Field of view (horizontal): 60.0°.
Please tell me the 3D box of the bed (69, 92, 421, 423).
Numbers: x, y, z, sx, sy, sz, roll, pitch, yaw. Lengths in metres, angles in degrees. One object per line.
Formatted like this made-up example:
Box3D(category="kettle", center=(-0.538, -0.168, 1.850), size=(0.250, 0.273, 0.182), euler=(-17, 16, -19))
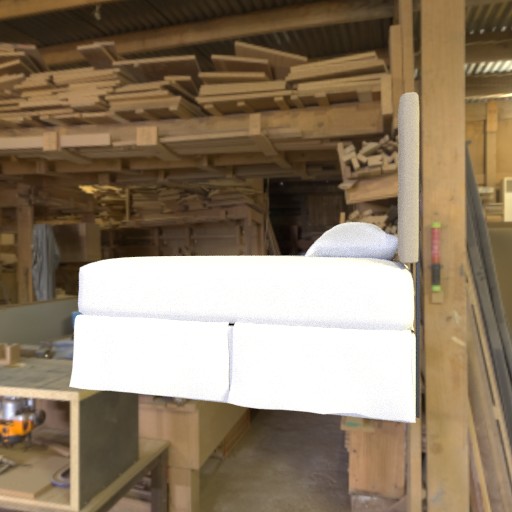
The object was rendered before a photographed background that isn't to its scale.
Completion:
Box3D(category="bed", center=(0.000, 0.000, 2.928), size=(1.997, 1.571, 1.261), euler=(0, 0, 18))
